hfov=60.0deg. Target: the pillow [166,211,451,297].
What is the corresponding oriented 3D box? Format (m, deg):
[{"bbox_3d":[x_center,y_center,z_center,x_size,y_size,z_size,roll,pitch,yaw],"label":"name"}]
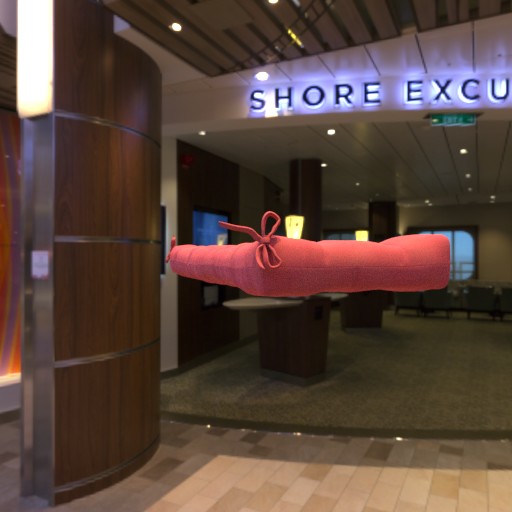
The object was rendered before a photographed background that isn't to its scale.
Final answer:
[{"bbox_3d":[0.000,0.000,1.391,0.511,0.174,1.194,0,0,-19],"label":"pillow"}]
